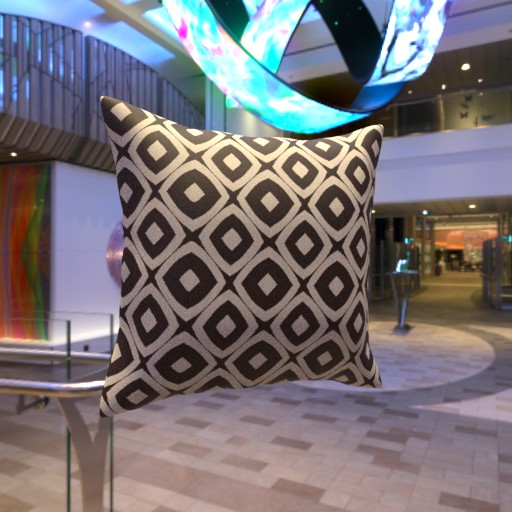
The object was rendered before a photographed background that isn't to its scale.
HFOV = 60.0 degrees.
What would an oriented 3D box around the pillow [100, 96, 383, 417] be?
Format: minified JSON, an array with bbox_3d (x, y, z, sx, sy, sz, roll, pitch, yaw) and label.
[{"bbox_3d":[0.000,0.000,0.758,0.504,0.494,0.188,0,0,-18],"label":"pillow"}]
